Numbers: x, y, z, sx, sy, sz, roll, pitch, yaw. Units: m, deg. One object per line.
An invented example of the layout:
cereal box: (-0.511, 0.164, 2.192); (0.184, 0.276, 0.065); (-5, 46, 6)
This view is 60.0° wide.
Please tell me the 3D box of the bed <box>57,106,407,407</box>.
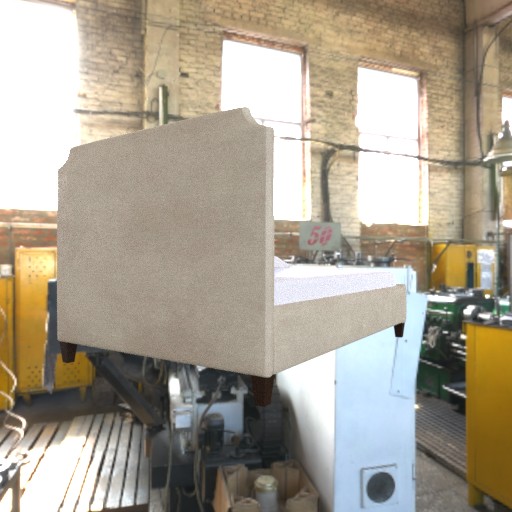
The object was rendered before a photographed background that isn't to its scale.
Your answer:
bed: (0.000, 0.000, 3.480); (1.712, 1.443, 2.372); (0, -1, 34)
